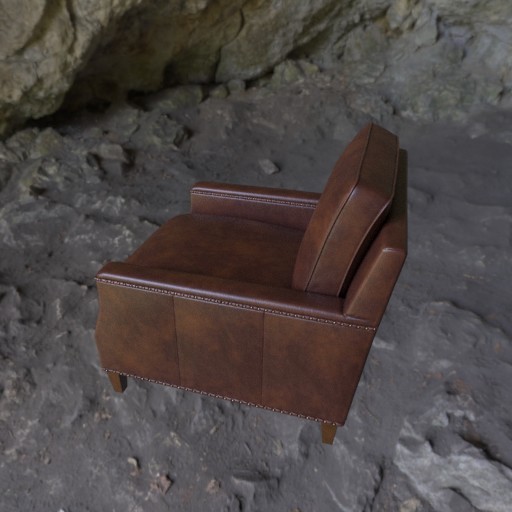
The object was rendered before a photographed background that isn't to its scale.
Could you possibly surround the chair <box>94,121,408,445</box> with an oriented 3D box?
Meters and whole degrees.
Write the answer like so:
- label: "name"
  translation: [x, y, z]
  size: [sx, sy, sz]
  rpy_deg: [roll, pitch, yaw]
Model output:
- label: "chair"
  translation: [0.000, 0.000, 1.710]
  size: [1.014, 0.929, 0.853]
  rpy_deg: [9, 32, 14]
